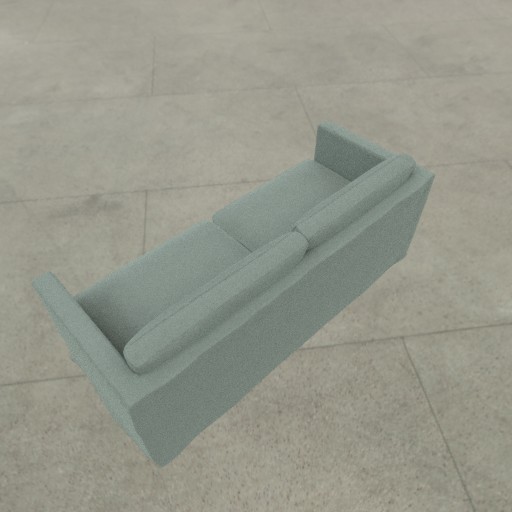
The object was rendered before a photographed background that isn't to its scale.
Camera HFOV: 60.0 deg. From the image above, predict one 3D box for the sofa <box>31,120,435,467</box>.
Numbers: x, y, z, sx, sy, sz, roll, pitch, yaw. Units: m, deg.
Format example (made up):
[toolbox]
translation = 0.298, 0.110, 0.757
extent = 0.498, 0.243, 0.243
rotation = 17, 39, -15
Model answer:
[sofa]
translation = 0.000, 0.000, 2.736
extent = 2.312, 0.853, 0.962
rotation = -34, 56, -28
